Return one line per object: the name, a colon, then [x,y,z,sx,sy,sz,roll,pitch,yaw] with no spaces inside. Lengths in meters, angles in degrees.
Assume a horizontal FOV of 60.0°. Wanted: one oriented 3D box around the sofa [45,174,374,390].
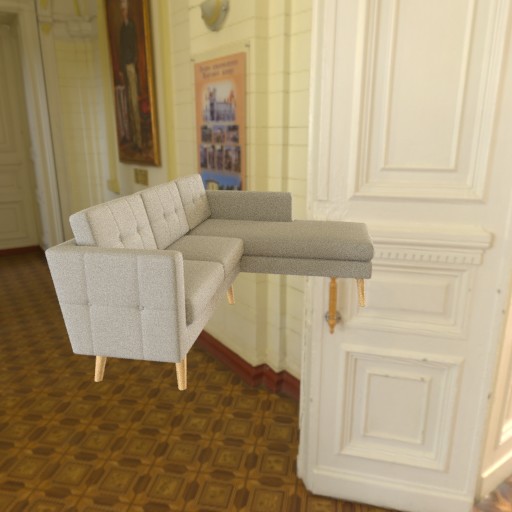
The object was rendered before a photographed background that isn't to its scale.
sofa: [0.000,0.000,2.832,1.530,0.860,2.040,3,16,9]
